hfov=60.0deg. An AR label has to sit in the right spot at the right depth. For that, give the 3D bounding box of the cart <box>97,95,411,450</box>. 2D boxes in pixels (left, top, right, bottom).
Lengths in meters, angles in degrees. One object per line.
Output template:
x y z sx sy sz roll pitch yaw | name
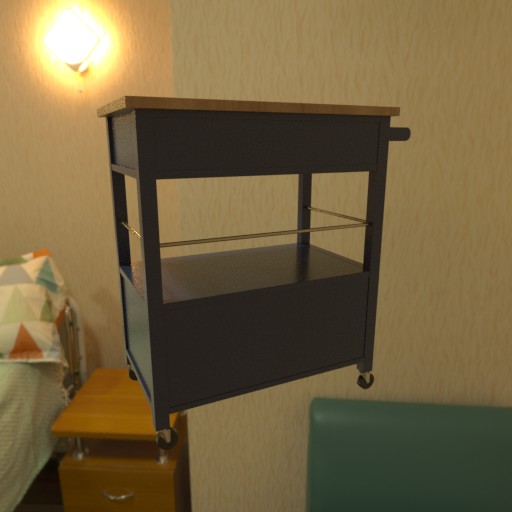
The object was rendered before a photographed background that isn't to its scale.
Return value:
0.000 0.000 1.423 0.840 0.901 0.459 -7 16 -25 | cart
